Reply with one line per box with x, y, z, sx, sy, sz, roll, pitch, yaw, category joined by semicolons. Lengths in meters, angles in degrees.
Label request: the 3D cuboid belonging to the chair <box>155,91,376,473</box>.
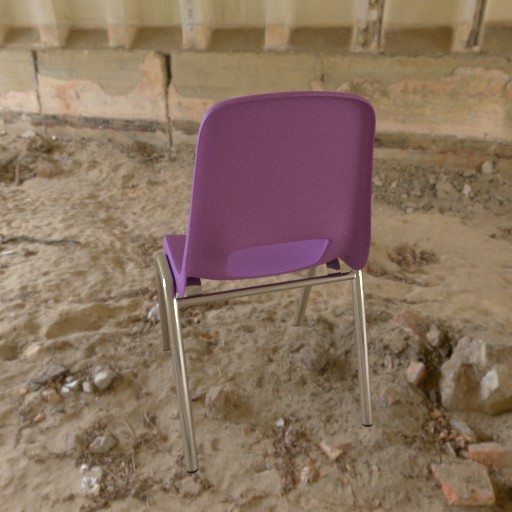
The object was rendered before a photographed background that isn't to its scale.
0.000;0.000;0.670;0.291;0.493;0.301;-8;27;-16;chair
